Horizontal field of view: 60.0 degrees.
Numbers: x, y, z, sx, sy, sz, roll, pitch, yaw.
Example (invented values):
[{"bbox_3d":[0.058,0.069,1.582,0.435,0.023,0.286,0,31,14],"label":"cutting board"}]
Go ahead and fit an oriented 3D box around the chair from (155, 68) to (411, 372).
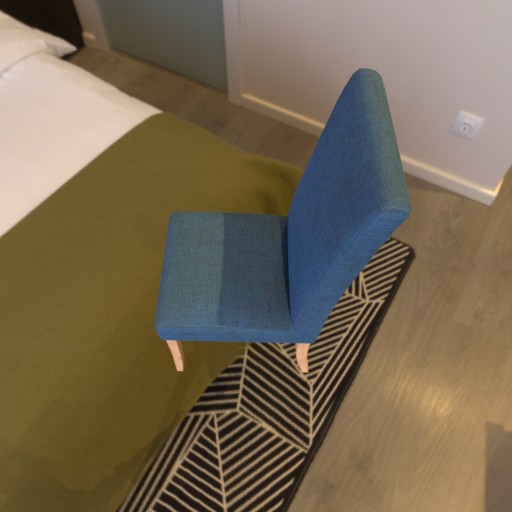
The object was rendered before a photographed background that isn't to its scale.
[{"bbox_3d":[0.000,0.000,1.381,0.610,1.029,0.450,1,58,0],"label":"chair"}]
